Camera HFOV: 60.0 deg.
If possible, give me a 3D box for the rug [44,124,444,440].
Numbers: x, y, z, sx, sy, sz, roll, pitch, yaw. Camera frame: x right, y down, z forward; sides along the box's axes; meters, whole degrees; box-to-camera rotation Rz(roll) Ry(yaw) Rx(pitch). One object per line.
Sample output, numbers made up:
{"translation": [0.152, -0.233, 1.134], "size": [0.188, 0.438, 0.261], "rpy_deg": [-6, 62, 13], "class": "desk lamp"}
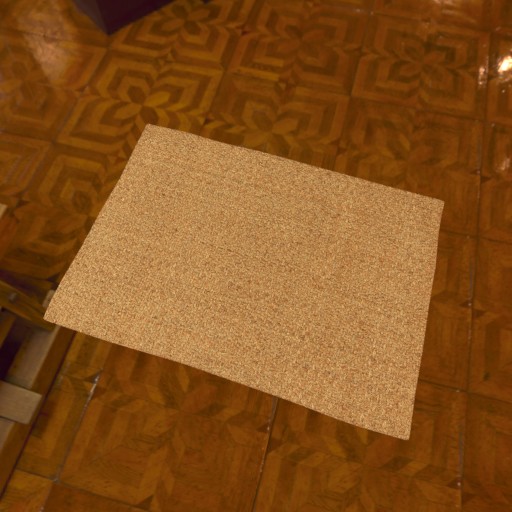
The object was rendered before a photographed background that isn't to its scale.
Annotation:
{"translation": [0.000, 0.000, 2.744], "size": [2.141, 0.013, 1.566], "rpy_deg": [16, 66, 7], "class": "rug"}
